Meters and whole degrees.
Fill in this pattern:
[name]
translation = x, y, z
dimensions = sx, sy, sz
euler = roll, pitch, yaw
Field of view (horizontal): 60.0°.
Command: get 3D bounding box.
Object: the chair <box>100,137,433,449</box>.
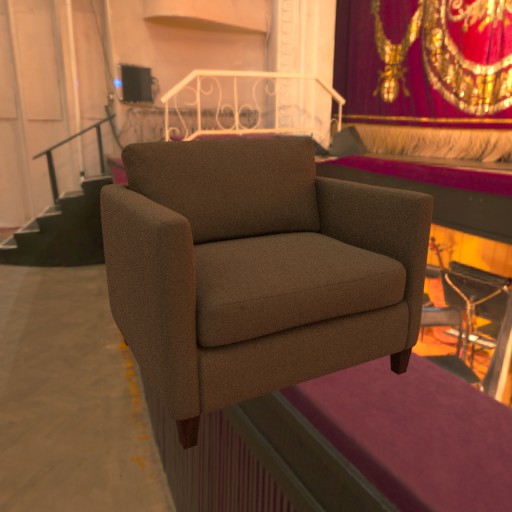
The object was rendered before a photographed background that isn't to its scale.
[chair]
translation = 0.000, 0.000, 1.891
dimensions = 1.107, 0.963, 0.959
euler = -9, 18, -27
